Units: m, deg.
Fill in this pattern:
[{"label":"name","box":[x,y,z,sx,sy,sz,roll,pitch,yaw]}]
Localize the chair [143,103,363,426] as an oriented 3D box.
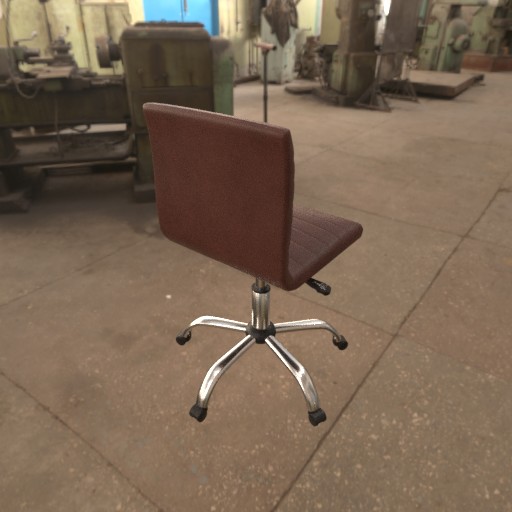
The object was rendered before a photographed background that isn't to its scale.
[{"label":"chair","box":[0.000,0.000,1.163,0.556,0.780,0.530,22,36,33]}]
